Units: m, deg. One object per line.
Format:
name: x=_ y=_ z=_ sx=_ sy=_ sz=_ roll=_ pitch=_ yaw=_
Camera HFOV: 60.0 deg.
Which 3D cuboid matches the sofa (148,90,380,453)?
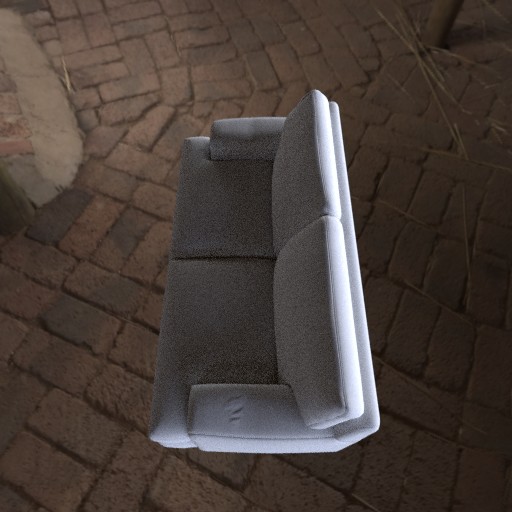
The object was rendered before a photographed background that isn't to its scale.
sofa: x=0.000 y=0.000 z=2.802 sx=1.143 sy=0.940 sz=2.261 roll=0 pitch=59 yaw=0
